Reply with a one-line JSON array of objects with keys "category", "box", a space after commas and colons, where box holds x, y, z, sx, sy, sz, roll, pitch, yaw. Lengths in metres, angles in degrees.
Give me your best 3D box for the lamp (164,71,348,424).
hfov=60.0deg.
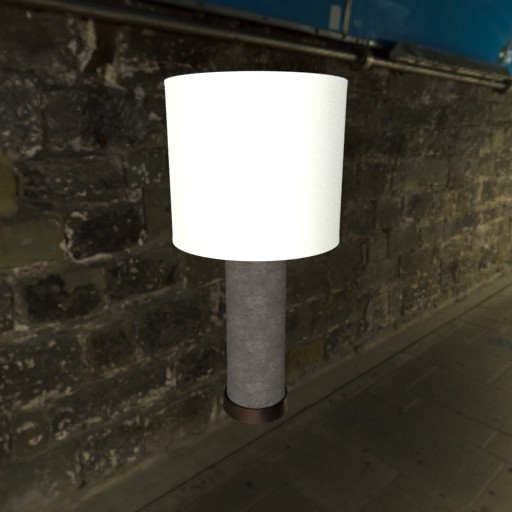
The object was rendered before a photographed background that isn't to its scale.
[{"category": "lamp", "box": [0.000, 0.000, 0.823, 0.301, 0.630, 0.301, -8, 18, -26]}]
